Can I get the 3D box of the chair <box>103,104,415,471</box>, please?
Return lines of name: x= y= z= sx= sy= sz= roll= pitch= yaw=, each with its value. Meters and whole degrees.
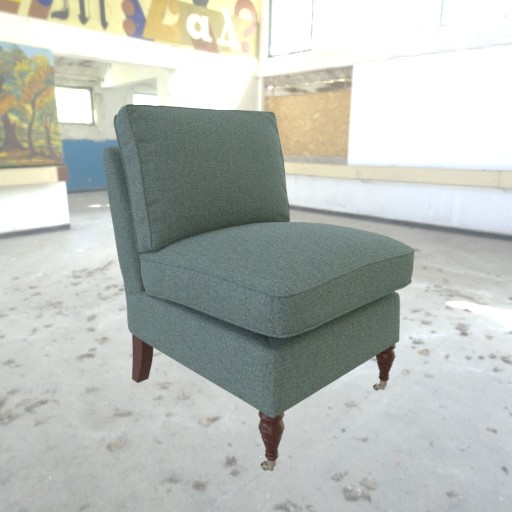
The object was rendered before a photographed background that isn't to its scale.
chair: x=0.000 y=0.000 z=1.390 sx=0.624 sy=0.901 sz=0.796 roll=-14 pitch=20 yaw=-42
